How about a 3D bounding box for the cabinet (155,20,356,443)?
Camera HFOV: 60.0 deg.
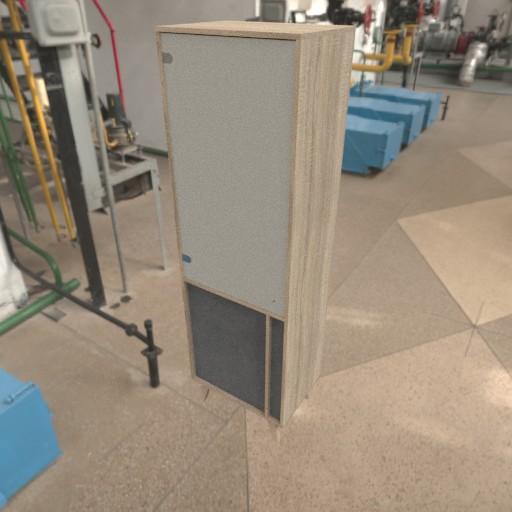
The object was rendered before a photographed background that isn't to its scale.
[{"bbox_3d":[0.000,0.000,2.005,0.570,1.850,0.400,19,36,28],"label":"cabinet"}]
